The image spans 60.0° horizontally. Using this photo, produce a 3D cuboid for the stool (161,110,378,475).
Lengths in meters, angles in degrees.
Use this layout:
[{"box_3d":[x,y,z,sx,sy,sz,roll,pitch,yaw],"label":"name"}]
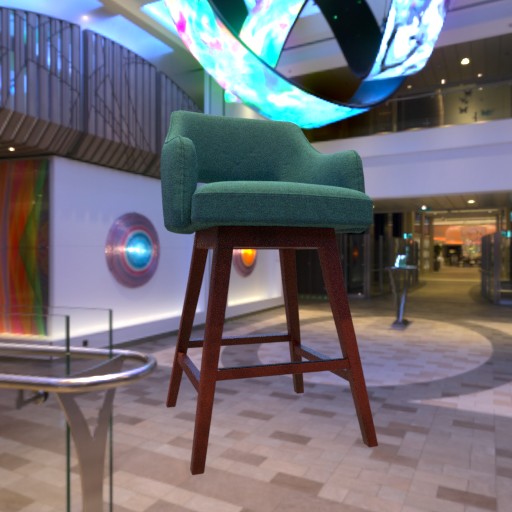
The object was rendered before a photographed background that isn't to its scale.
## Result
[{"box_3d":[0.000,0.000,1.300,0.548,0.961,0.556,0,0,-18],"label":"stool"}]
